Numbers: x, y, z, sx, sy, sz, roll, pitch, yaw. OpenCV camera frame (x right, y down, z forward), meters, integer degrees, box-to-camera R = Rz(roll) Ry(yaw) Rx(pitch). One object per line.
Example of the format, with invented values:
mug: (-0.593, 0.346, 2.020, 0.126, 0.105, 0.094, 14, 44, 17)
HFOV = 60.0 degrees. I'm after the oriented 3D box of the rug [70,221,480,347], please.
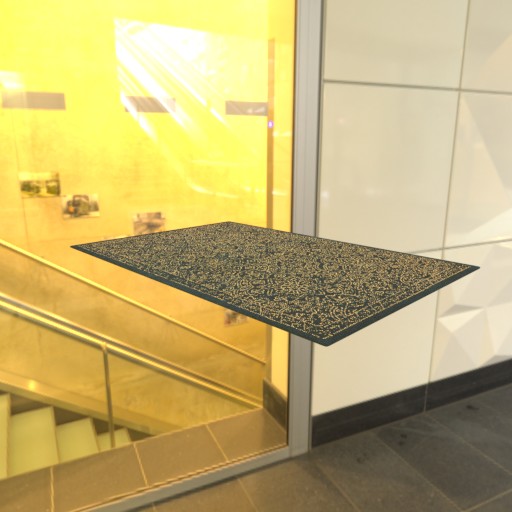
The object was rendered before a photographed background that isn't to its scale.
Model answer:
rug: (0.000, 0.000, 2.336, 1.219, 0.010, 1.829, -13, 19, -43)
